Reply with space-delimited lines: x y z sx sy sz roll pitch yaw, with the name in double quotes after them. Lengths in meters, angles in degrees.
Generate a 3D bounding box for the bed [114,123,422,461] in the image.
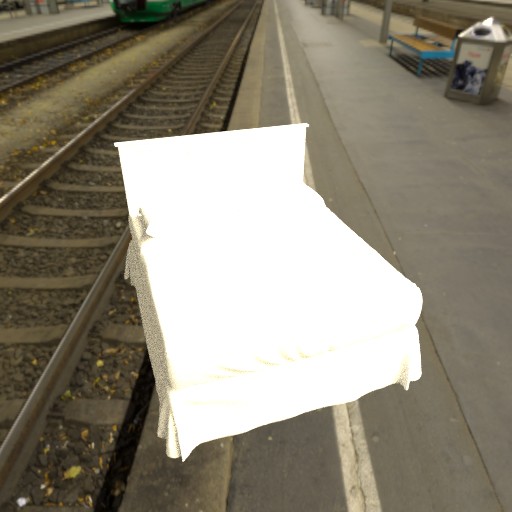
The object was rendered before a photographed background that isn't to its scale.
0.000 0.000 3.242 1.876 1.269 2.047 -11 34 -17 "bed"
